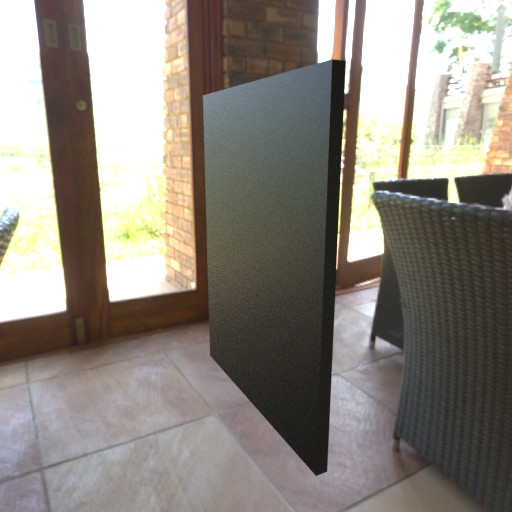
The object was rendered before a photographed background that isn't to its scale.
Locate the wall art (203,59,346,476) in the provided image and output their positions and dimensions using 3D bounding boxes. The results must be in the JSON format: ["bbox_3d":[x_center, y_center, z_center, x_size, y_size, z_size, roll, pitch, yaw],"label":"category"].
[{"bbox_3d":[0.000,0.000,1.446,0.038,1.062,0.806,-7,16,-26],"label":"wall art"}]
